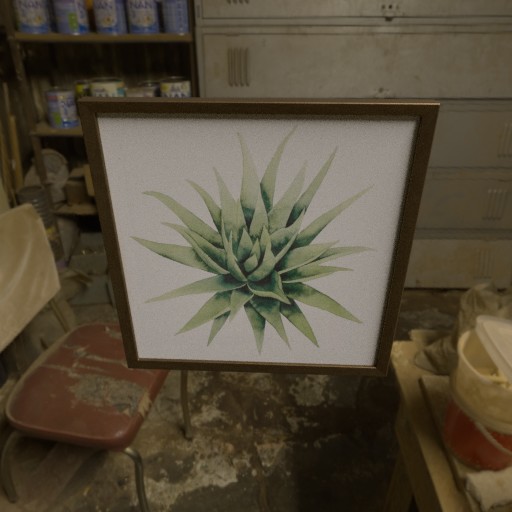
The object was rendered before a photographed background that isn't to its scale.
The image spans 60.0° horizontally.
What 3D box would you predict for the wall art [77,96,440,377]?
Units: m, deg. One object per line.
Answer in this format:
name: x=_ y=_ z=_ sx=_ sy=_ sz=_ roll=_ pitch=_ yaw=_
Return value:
wall art: x=0.000 y=0.000 z=0.750 sx=0.503 sy=0.506 sz=0.030 roll=1 pitch=30 yaw=2
